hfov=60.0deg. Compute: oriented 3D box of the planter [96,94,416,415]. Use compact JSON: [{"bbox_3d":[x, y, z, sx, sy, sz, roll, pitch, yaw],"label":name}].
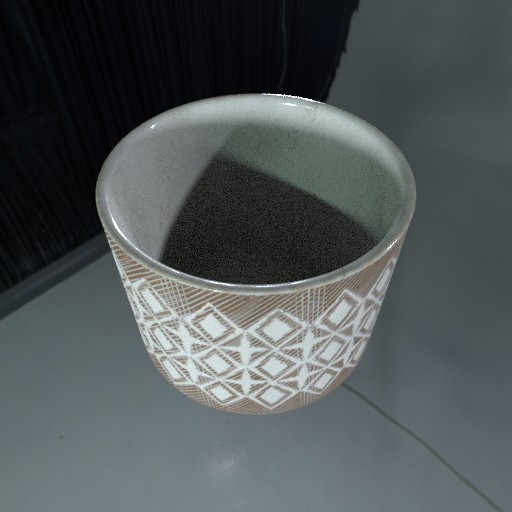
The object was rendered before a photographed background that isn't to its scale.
[{"bbox_3d":[0.000,0.000,0.218,0.126,0.104,0.126,0,48,0],"label":"planter"}]
